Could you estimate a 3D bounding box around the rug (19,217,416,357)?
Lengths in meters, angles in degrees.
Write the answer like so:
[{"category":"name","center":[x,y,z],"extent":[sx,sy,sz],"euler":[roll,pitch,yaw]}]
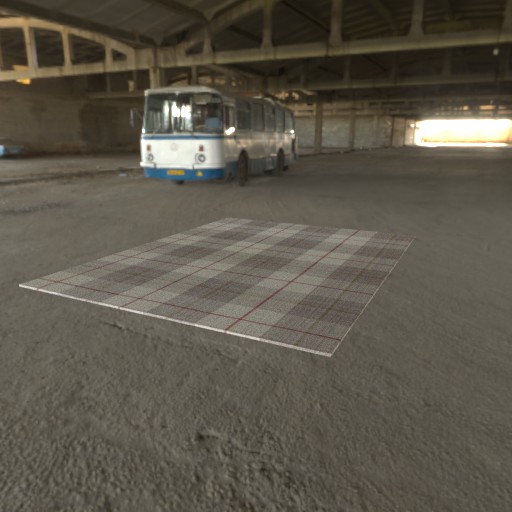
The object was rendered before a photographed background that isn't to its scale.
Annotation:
[{"category":"rug","center":[0.000,0.000,3.953],"extent":[2.317,0.016,2.959],"euler":[8,17,26]}]
